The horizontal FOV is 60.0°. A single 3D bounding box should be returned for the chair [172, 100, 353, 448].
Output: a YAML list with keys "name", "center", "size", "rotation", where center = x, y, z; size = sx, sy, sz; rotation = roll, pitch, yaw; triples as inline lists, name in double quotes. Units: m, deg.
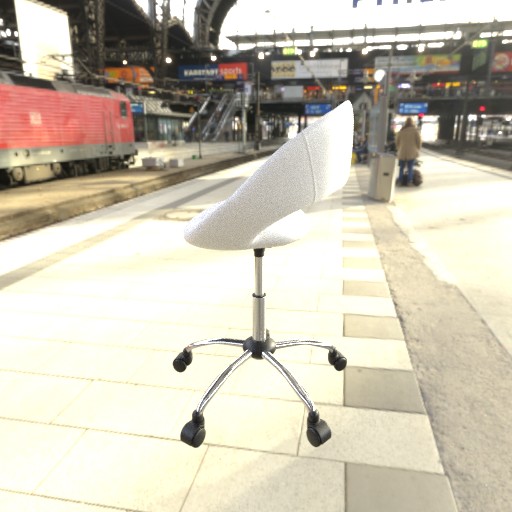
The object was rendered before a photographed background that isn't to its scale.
- name: "chair"
  center: [0.000, 0.000, 1.200]
  size: [0.538, 0.791, 0.612]
  rotation: [2, 16, 8]
